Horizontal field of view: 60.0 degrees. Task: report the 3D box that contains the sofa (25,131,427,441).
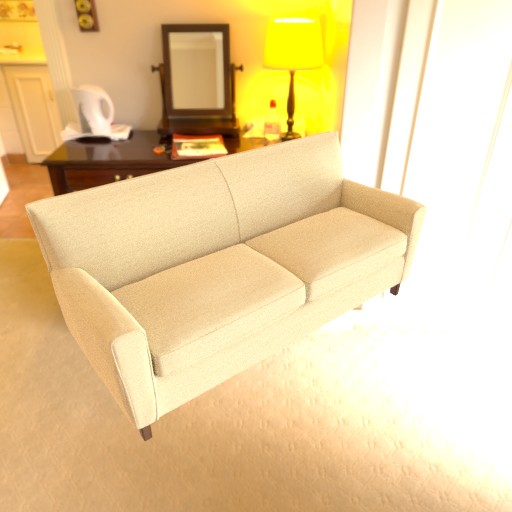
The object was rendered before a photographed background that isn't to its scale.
[{"bbox_3d":[0.000,0.000,2.453,2.001,0.907,0.841,-22,37,-32],"label":"sofa"}]
